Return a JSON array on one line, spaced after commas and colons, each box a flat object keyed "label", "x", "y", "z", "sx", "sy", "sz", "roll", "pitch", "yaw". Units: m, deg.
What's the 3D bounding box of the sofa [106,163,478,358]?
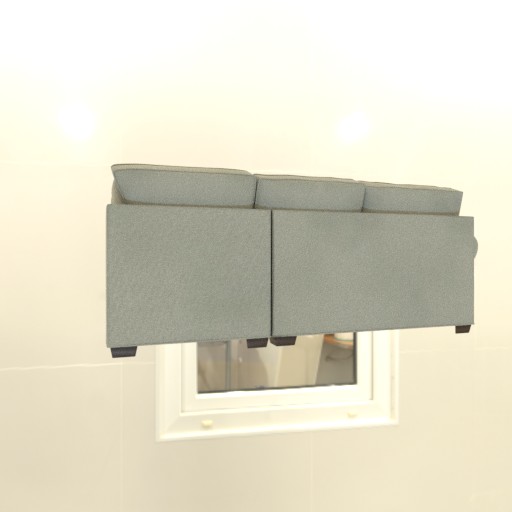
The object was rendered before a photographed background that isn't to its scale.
[{"label": "sofa", "x": 0.000, "y": 0.000, "z": 3.880, "sx": 2.487, "sy": 1.053, "sz": 2.562, "roll": 0, "pitch": 0, "yaw": -19}]
